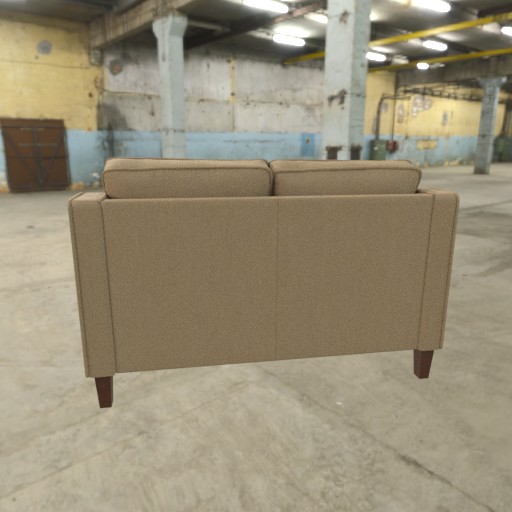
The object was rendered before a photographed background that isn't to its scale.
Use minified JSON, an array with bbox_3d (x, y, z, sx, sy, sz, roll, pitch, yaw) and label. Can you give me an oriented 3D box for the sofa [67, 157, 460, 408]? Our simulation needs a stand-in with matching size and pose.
[{"bbox_3d":[0.000,0.000,2.203,1.501,0.971,0.987,-2,14,-9],"label":"sofa"}]
